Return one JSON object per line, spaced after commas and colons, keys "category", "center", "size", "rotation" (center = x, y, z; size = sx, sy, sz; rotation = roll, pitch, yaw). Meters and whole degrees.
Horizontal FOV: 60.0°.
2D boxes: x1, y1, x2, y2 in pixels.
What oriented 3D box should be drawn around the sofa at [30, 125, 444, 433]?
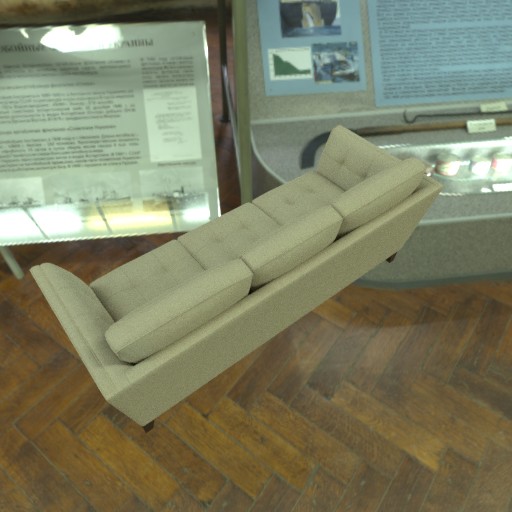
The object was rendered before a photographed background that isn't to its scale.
{"category": "sofa", "center": [0.000, 0.000, 2.863], "size": [2.388, 0.940, 0.965], "rotation": [-30, 54, -25]}
